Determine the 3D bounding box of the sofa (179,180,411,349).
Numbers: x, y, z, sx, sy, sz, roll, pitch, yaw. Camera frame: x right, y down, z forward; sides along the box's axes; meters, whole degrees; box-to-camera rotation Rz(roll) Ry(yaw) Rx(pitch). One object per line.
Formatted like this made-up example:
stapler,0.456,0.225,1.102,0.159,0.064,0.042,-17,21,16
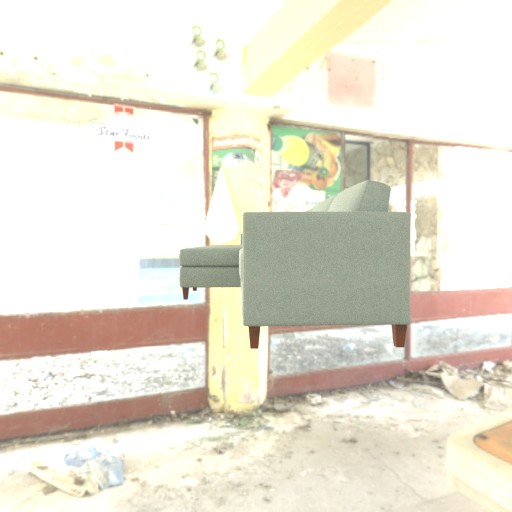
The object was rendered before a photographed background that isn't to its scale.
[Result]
sofa,0.000,0.000,4.090,1.600,0.953,3.470,0,1,-2
